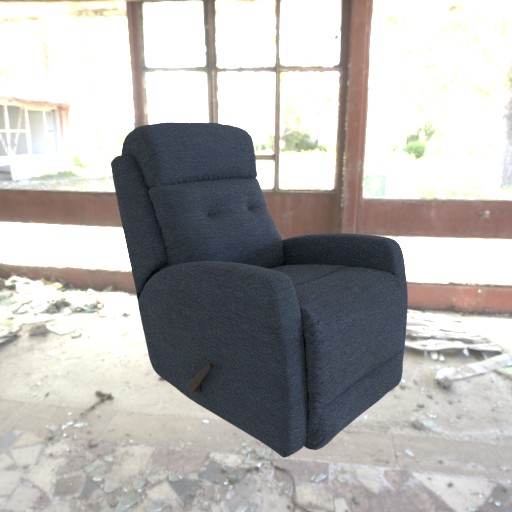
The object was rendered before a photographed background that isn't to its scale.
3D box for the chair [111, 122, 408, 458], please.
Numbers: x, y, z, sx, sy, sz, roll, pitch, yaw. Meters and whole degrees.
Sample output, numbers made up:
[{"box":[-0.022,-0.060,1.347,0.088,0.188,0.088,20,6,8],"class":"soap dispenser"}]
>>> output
[{"box":[0.000,0.000,1.721,1.043,1.013,0.798,14,21,43],"class":"chair"}]
